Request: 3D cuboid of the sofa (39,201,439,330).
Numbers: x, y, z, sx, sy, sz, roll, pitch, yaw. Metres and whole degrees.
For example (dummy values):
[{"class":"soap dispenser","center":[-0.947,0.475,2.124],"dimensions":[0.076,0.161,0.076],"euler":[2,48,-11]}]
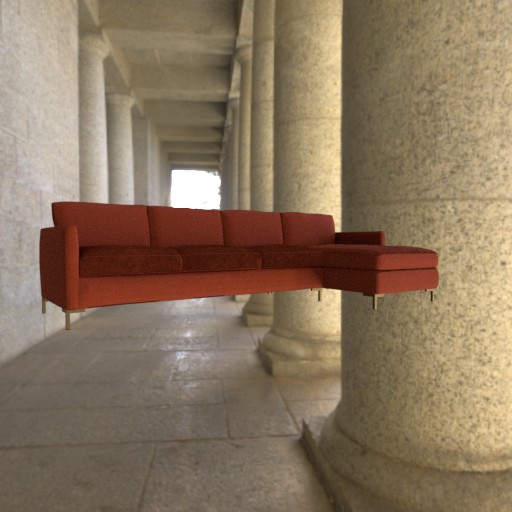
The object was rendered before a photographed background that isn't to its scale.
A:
[{"class":"sofa","center":[0.000,0.000,3.482],"dimensions":[2.932,0.810,1.350],"euler":[-1,2,-35]}]
